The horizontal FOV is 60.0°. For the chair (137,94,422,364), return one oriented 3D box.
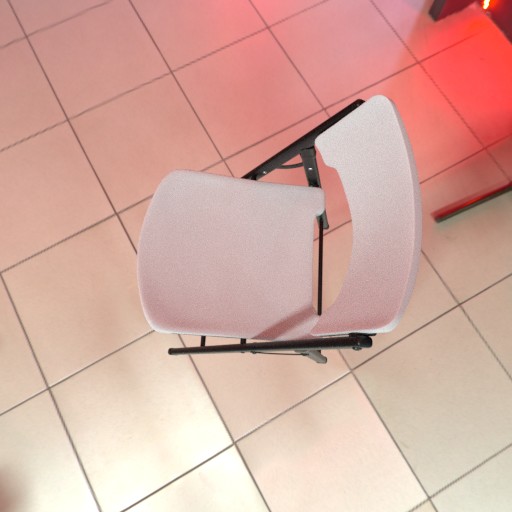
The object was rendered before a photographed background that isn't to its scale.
[{"bbox_3d":[0.000,0.000,1.108,0.577,0.765,0.482,3,74,1],"label":"chair"}]
